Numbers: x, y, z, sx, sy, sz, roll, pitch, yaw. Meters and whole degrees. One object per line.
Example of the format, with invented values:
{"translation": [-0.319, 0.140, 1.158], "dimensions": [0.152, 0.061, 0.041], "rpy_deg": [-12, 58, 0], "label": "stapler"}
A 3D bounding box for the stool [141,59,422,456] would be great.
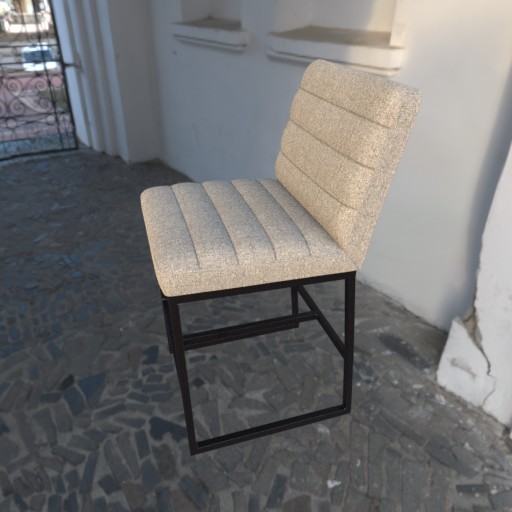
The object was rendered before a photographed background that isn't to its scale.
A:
{"translation": [0.000, 0.000, 1.219], "dimensions": [0.560, 0.940, 0.460], "rpy_deg": [-9, 32, -15], "label": "stool"}
